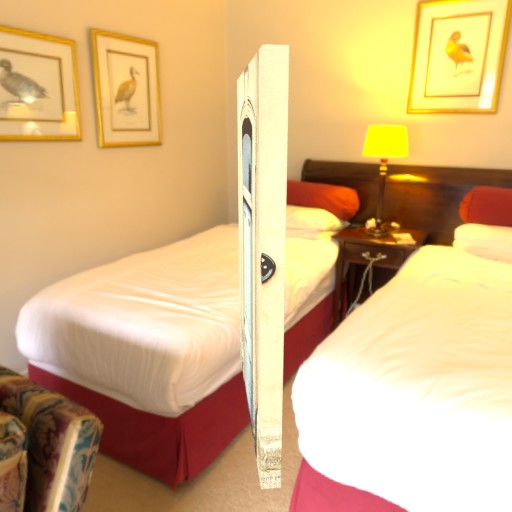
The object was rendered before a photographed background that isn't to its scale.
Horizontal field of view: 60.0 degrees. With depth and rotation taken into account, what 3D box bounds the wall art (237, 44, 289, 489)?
[{"bbox_3d":[0.000,0.000,0.969,0.038,0.764,0.508,-2,16,-6],"label":"wall art"}]
